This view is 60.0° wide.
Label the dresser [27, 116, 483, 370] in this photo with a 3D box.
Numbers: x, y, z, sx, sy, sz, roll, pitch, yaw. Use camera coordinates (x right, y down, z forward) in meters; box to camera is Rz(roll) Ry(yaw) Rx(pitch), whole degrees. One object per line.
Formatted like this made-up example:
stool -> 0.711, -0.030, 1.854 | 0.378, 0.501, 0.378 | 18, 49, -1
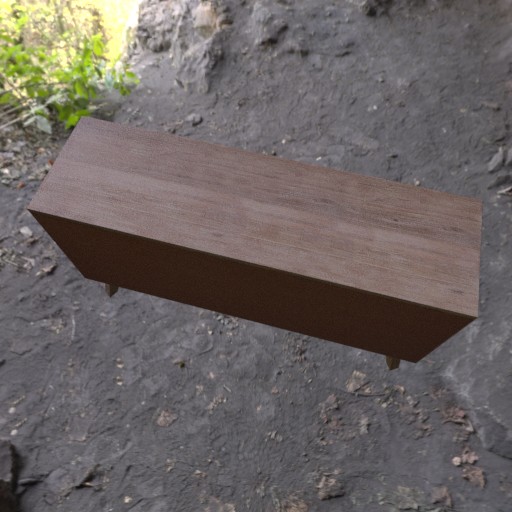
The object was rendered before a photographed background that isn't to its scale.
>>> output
dresser -> 0.000, 0.000, 1.929 | 1.554, 0.805, 0.455 | 13, 64, 7
